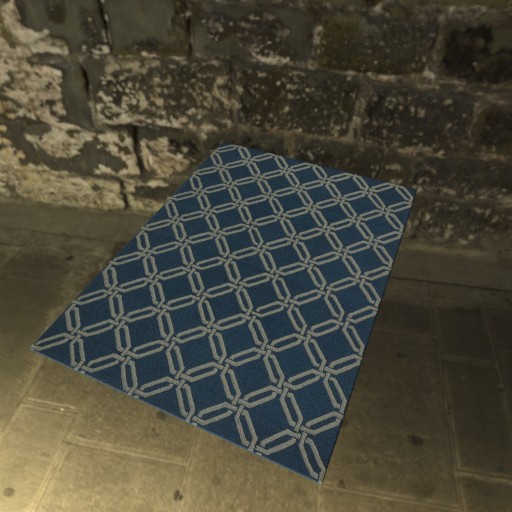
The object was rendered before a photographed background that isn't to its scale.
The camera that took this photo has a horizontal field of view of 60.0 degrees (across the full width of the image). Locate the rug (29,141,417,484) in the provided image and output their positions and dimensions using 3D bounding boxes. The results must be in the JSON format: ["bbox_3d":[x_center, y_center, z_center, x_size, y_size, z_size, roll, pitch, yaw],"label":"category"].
[{"bbox_3d":[0.000,0.000,4.217,2.432,0.018,3.342,18,48,17],"label":"rug"}]
